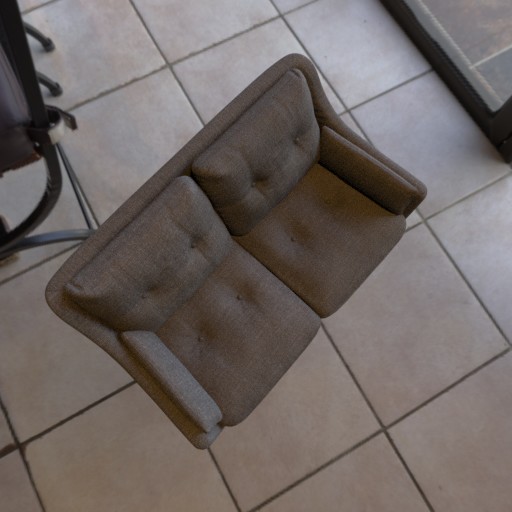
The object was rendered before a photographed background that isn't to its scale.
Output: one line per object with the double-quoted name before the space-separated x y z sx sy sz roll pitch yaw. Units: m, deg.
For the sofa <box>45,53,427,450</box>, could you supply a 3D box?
"sofa" 0.000 0.000 2.212 0.976 0.887 1.646 41 79 10
